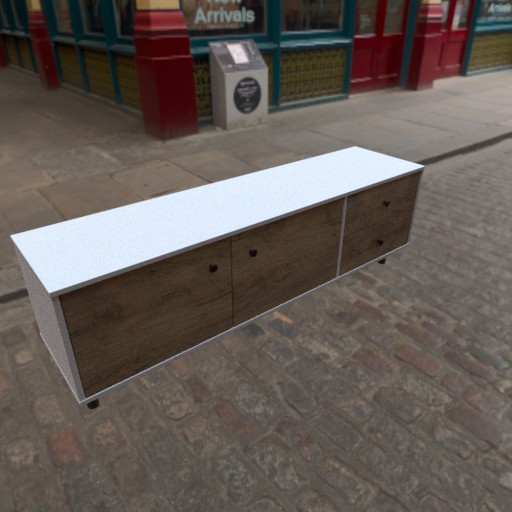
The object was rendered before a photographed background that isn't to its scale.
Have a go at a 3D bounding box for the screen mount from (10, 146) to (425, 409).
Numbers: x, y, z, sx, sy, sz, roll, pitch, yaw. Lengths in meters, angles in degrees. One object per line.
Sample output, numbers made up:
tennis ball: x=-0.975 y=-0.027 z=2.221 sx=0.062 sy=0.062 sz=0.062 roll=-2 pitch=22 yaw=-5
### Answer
screen mount: x=0.000 y=0.000 z=1.781 sx=1.600 sy=0.520 sz=0.418 roll=-21 pitch=36 yaw=-33
